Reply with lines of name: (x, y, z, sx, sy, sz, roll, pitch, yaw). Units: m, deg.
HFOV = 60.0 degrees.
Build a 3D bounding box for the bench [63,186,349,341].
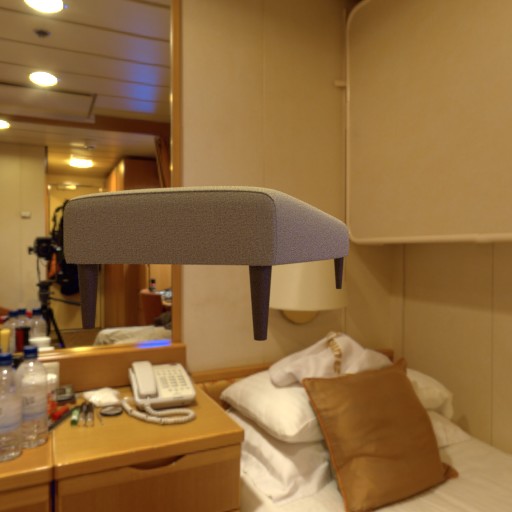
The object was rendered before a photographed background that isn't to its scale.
bench: (0.000, 0.000, 1.893, 0.646, 0.393, 1.609, 0, 1, 18)
